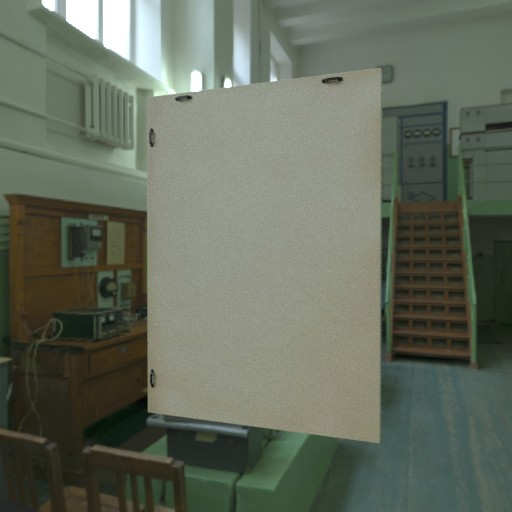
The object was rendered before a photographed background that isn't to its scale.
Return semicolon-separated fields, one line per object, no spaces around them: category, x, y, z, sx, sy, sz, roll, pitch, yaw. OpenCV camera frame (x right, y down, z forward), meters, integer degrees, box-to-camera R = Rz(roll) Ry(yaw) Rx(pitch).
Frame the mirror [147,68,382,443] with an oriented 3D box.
mirror;0.000;0.000;0.932;0.507;0.710;0.040;0;1;19
